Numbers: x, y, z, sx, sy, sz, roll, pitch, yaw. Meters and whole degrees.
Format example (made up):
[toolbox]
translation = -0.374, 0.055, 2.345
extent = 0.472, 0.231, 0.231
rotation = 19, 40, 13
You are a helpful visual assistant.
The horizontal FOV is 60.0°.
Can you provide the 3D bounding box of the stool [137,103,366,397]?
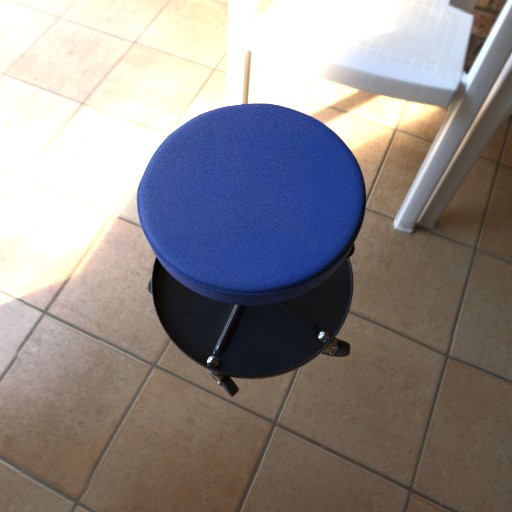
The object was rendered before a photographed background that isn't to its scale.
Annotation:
[stool]
translation = 0.000, 0.000, 0.684
extent = 0.382, 0.365, 0.381
rotation = 17, 65, 8
